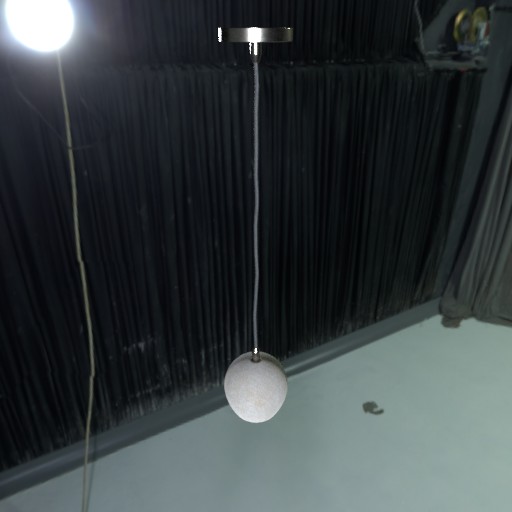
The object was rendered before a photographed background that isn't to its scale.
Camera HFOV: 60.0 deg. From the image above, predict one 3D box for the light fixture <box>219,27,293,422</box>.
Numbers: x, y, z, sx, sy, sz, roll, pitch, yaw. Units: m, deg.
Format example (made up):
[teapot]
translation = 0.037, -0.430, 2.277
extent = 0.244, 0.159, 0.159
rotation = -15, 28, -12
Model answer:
[light fixture]
translation = 0.000, 0.000, 0.834
extent = 0.139, 0.764, 0.139
rotation = -18, 32, -31
